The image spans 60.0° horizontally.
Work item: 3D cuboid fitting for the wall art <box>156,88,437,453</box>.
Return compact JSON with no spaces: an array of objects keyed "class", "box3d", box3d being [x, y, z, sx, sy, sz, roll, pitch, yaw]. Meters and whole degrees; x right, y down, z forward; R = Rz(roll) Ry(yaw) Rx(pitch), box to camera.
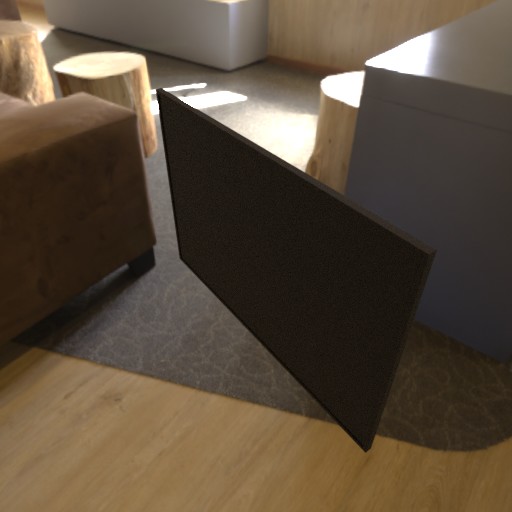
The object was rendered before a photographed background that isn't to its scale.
[{"class":"wall art","box3d":[0.000,0.000,1.511,0.028,0.805,1.190,-25,46,-27]}]
